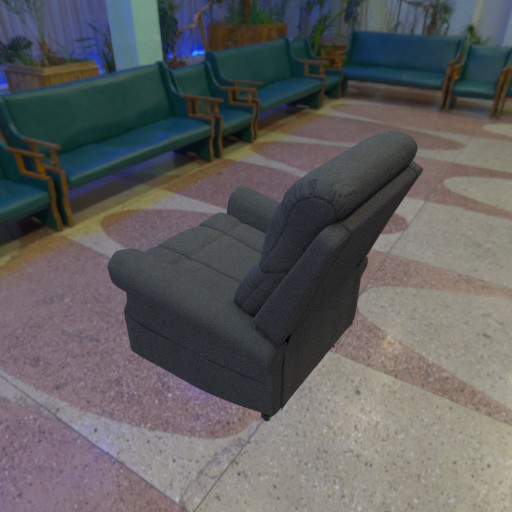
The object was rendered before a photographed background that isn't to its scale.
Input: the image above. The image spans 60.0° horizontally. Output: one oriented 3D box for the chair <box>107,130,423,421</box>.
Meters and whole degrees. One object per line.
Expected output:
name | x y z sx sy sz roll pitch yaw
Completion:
chair | 0.000 0.000 1.772 0.979 1.031 0.871 21 38 30
